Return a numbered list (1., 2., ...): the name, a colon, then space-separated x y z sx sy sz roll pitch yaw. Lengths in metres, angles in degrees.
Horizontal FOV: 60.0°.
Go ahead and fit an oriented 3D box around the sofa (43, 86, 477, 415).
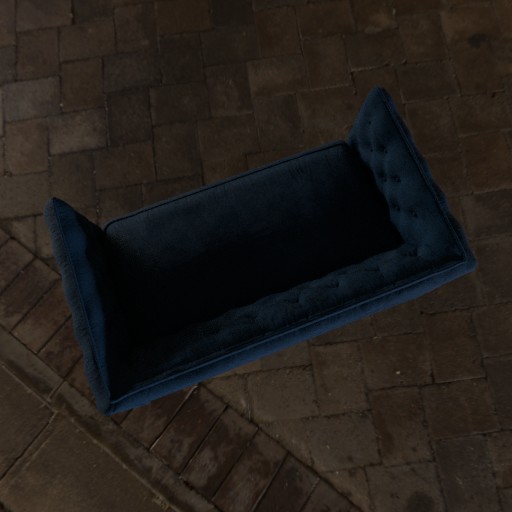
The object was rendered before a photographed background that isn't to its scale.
1. sofa: 0.000 0.000 2.124 1.583 0.810 0.909 -20 76 -5
